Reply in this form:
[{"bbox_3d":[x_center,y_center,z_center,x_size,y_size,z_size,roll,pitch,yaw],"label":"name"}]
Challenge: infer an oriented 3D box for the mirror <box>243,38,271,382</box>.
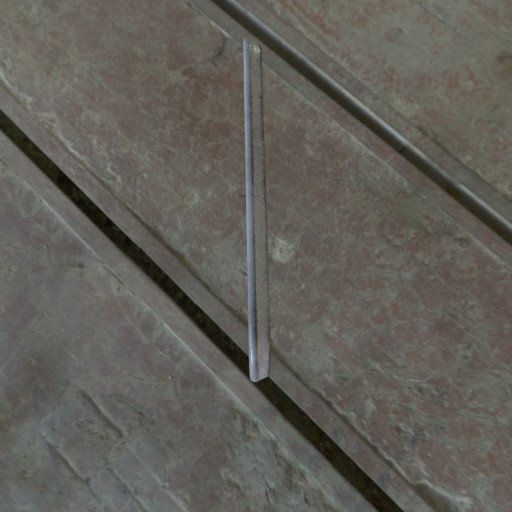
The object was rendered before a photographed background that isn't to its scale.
[{"bbox_3d":[0.000,0.000,0.866,0.024,0.713,0.461,-1,75,0],"label":"mirror"}]
